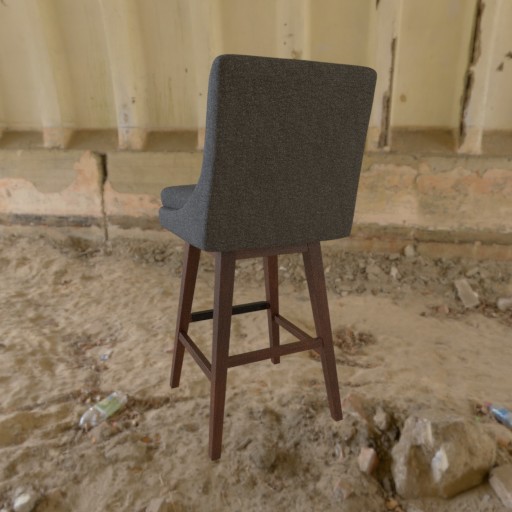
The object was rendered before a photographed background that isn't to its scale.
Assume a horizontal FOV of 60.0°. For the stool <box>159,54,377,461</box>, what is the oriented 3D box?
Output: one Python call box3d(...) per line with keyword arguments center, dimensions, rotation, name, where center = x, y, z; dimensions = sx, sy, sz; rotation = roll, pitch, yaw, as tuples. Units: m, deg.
box3d(center=(0.000, 0.000, 1.397), dimensions=(0.489, 1.068, 0.572), rotation=(-7, 16, -25), name="stool")
